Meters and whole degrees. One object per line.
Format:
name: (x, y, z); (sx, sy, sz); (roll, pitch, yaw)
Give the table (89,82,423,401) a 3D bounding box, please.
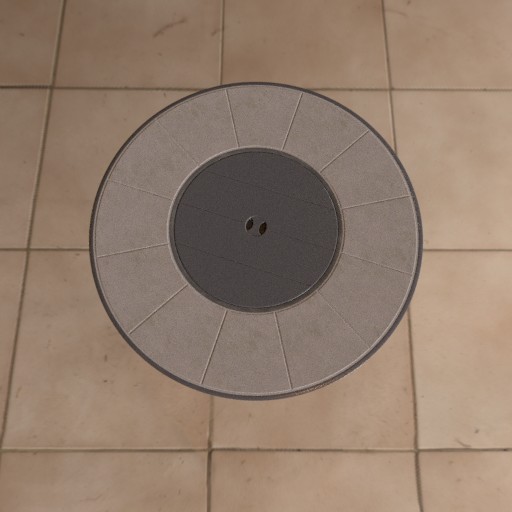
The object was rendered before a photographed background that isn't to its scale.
table: (0.000, 0.000, 1.532); (0.914, 0.650, 0.914); (0, 75, 0)
